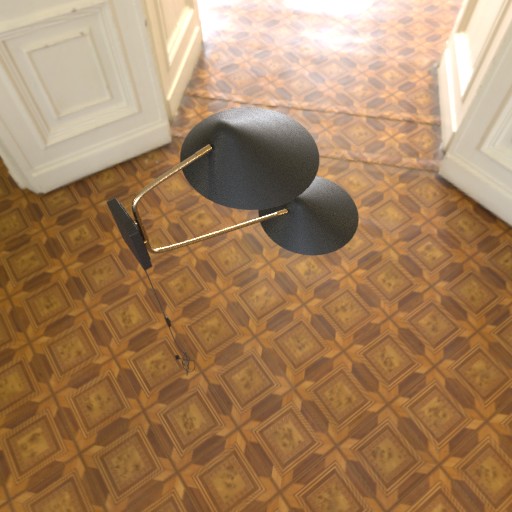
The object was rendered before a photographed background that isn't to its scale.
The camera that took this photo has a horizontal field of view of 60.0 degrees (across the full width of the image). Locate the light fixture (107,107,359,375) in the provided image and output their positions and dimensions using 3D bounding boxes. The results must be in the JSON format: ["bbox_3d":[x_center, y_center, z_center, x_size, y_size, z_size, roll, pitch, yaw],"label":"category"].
[{"bbox_3d":[0.000,0.000,0.819,0.422,0.665,0.189,-31,63,-18],"label":"light fixture"}]
